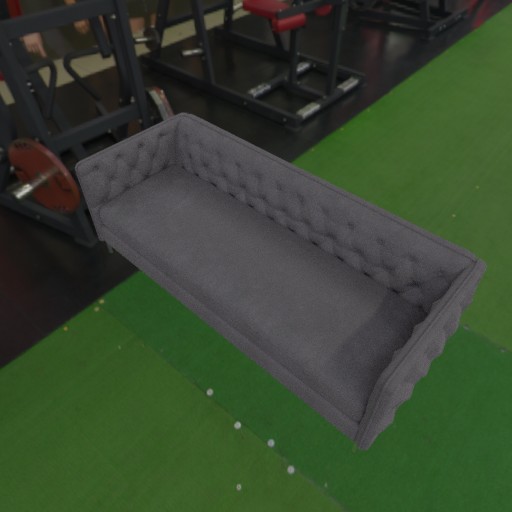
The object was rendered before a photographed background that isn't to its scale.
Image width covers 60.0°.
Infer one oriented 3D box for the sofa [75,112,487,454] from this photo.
[{"bbox_3d":[0.000,0.000,2.620,2.209,0.771,0.895,33,54,28],"label":"sofa"}]
